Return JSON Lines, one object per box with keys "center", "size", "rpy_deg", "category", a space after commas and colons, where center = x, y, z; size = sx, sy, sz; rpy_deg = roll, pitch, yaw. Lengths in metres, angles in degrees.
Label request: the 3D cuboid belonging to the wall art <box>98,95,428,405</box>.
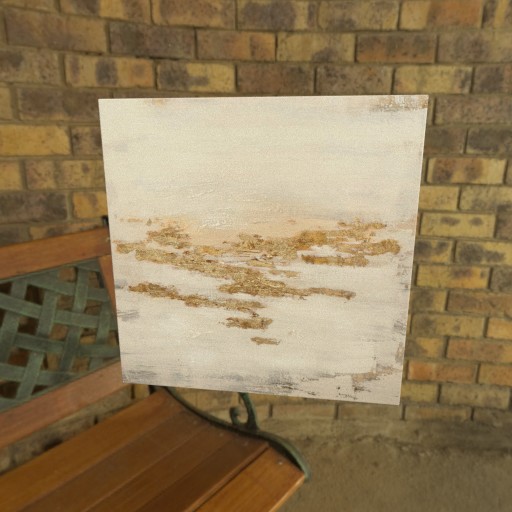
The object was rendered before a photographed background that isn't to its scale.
{"center": [0.000, 0.000, 0.909], "size": [0.611, 0.613, 0.040], "rpy_deg": [2, 15, 8], "category": "wall art"}
